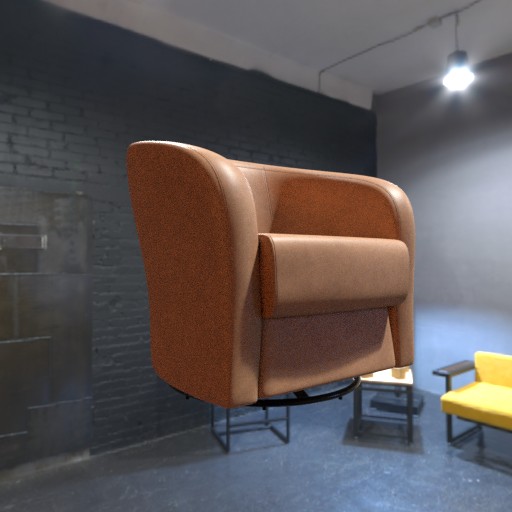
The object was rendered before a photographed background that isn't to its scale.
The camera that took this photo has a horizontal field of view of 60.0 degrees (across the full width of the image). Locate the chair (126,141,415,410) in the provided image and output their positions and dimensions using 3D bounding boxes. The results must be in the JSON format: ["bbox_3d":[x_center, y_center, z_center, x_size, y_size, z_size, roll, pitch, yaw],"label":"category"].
[{"bbox_3d":[0.000,0.000,1.425,0.791,0.771,0.815,0,-1,-37],"label":"chair"}]
